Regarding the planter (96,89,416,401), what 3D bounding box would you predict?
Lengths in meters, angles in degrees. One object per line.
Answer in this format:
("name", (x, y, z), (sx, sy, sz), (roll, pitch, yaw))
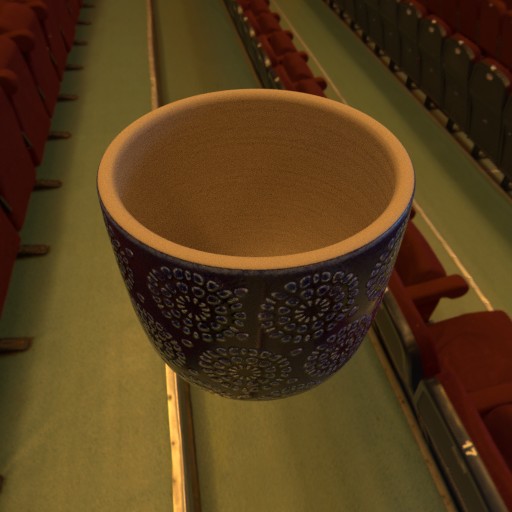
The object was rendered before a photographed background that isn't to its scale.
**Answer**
("planter", (0.000, 0.000, 0.285), (0.165, 0.149, 0.165), (0, 45, 0))
